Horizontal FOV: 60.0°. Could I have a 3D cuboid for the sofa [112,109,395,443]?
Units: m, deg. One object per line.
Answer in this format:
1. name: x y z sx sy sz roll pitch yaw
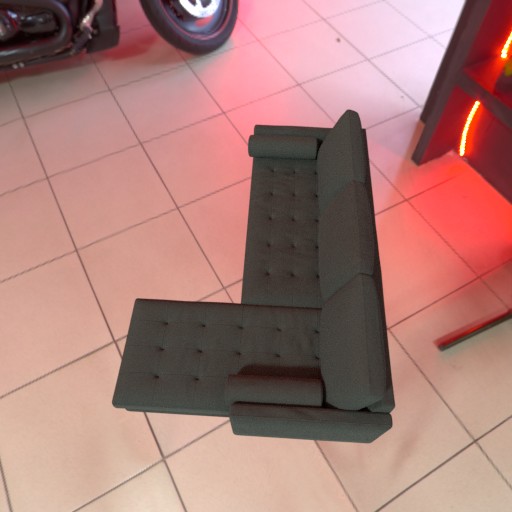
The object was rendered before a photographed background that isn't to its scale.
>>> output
1. sofa: 0.000 0.000 2.957 1.506 0.876 2.178 3 58 2
